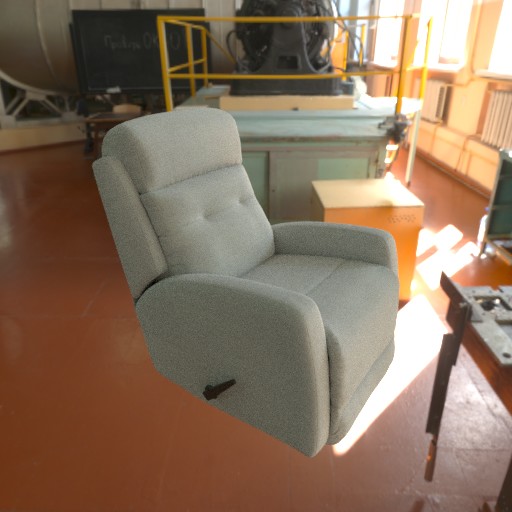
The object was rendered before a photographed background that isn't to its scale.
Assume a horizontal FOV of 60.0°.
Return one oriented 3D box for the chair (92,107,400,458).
[{"bbox_3d":[0.000,0.000,1.711,1.043,1.013,0.798,17,30,31],"label":"chair"}]
